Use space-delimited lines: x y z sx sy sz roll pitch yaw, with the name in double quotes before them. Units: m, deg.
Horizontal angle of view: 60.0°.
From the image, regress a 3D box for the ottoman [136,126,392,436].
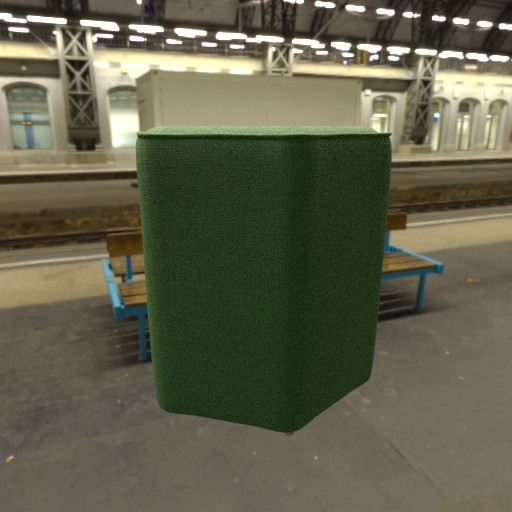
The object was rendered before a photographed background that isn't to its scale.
"ottoman" 0.000 0.000 0.902 0.499 0.507 0.444 -15 22 -43
